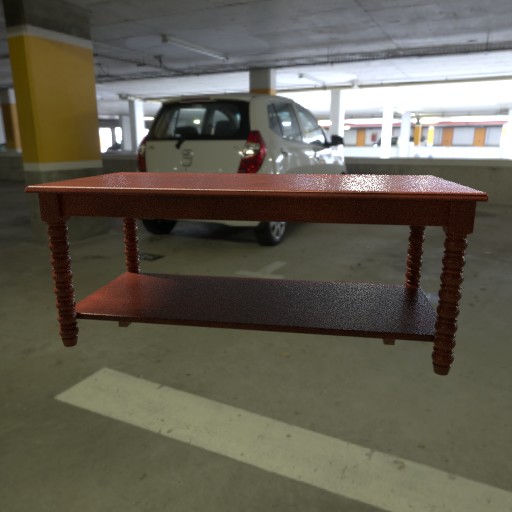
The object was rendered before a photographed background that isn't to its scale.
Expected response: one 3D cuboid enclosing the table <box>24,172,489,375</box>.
[{"bbox_3d":[0.000,0.000,1.430,1.171,0.485,0.580,2,15,9],"label":"table"}]
